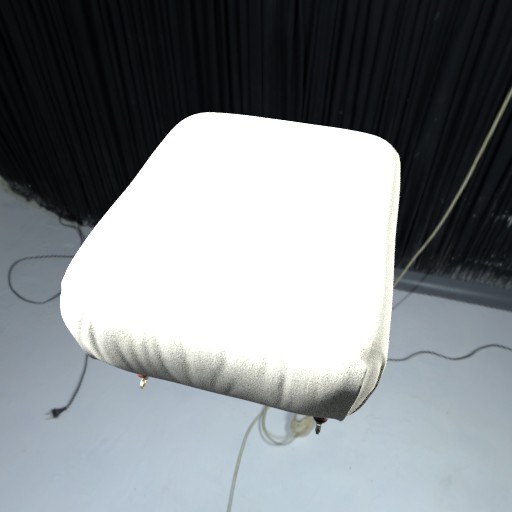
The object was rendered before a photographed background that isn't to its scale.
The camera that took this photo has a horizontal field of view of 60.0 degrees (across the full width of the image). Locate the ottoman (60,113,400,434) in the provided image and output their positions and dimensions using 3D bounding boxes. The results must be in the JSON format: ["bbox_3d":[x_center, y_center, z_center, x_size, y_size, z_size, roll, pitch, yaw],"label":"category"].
[{"bbox_3d":[0.000,0.000,1.098,0.622,0.450,0.747,11,47,10],"label":"ottoman"}]
